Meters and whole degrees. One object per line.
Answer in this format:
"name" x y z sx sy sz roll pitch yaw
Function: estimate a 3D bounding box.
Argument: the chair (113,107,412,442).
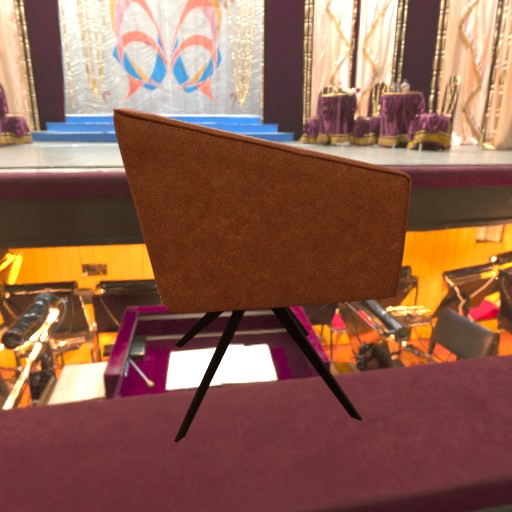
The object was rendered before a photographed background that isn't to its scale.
"chair" 0.000 0.000 1.219 0.625 0.760 0.588 -3 17 -9
